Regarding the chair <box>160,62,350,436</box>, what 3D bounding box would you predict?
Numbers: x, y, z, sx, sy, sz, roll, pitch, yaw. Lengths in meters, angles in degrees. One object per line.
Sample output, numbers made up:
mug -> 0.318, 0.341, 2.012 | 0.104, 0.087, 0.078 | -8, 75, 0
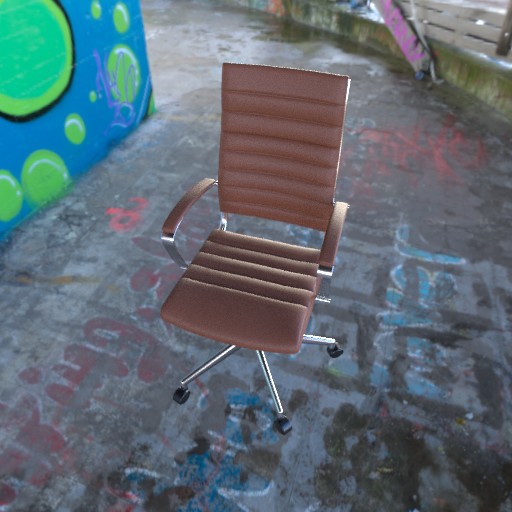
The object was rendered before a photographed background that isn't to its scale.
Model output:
chair -> 0.000, 0.000, 1.643 | 0.766, 1.149, 0.739 | 12, 43, 13
